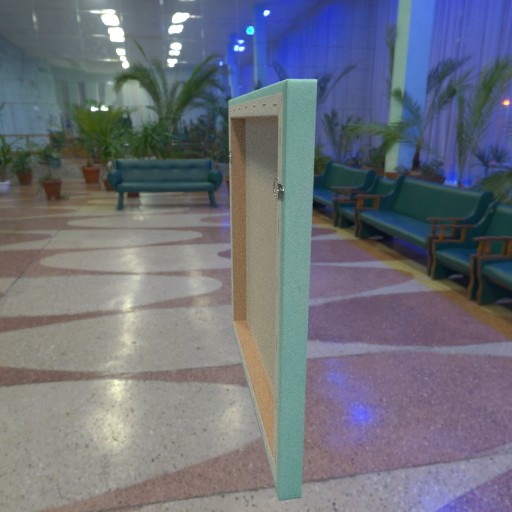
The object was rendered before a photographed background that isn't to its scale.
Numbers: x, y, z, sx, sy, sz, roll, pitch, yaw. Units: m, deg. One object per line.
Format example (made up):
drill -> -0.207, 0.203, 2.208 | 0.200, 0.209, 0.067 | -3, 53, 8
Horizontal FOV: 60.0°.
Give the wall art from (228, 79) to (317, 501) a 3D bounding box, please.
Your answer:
wall art -> 0.000, 0.000, 1.110 | 0.054, 0.766, 0.765 | -3, 17, -9
